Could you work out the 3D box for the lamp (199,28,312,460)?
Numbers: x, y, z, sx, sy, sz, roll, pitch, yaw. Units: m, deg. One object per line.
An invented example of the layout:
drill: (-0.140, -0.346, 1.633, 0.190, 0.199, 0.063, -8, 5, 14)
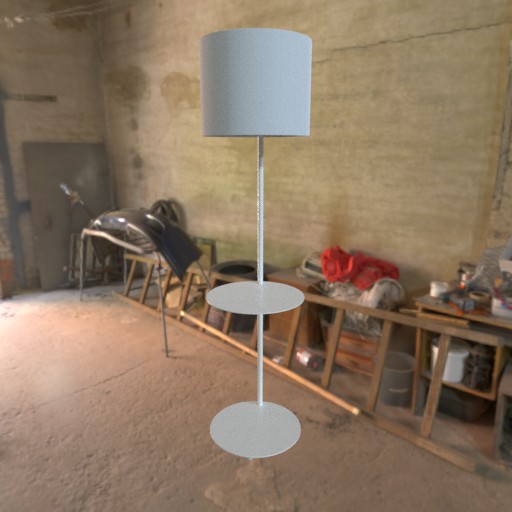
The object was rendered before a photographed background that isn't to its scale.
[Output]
lamp: (0.000, 0.000, 1.658, 0.372, 1.465, 0.405, 2, 14, 7)
